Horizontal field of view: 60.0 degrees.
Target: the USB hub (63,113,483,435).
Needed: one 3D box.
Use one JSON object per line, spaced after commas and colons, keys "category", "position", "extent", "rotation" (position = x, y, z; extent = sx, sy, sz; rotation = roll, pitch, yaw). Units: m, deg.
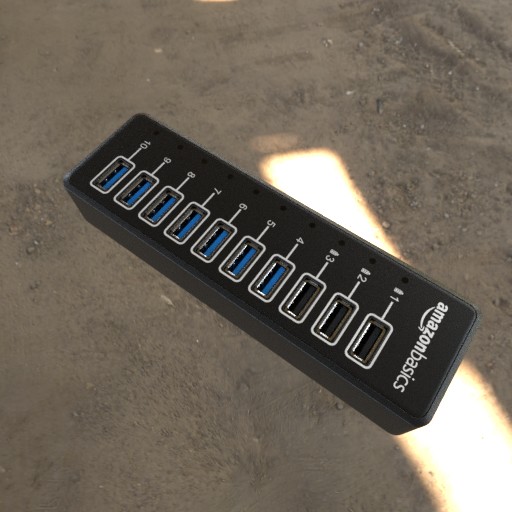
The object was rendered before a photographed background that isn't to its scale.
{"category": "USB hub", "position": [0.000, 0.000, 0.158], "extent": [0.145, 0.023, 0.044], "rotation": [33, 67, 16]}
